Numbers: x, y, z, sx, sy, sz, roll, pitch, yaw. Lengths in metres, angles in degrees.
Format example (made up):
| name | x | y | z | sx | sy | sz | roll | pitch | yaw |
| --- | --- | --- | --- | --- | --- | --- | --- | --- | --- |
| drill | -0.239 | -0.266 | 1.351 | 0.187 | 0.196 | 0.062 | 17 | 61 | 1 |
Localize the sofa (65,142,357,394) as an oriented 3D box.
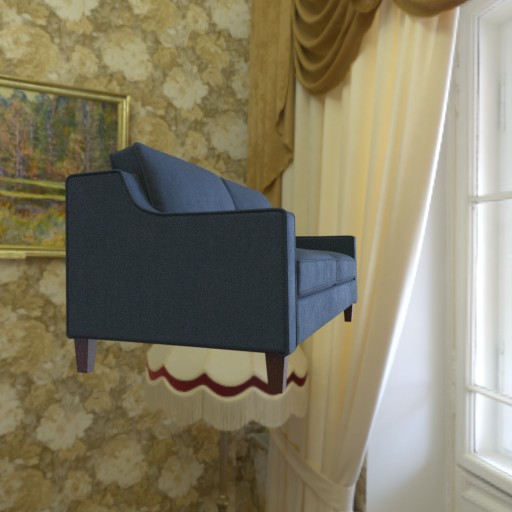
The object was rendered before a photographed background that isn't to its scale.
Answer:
| name | x | y | z | sx | sy | sz | roll | pitch | yaw |
| --- | --- | --- | --- | --- | --- | --- | --- | --- | --- |
| sofa | 0.000 | 0.000 | 2.844 | 1.066 | 1.071 | 2.178 | 0 | 0 | 19 |
